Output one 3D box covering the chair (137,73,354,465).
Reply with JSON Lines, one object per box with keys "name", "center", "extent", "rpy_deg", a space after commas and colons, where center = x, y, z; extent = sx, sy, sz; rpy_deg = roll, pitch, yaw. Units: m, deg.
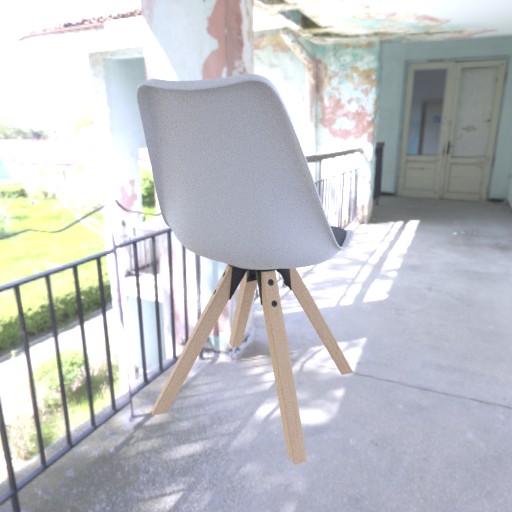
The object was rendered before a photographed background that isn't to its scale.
{"name": "chair", "center": [0.000, 0.000, 1.183], "extent": [0.485, 0.850, 0.550], "rpy_deg": [8, 18, 25]}
